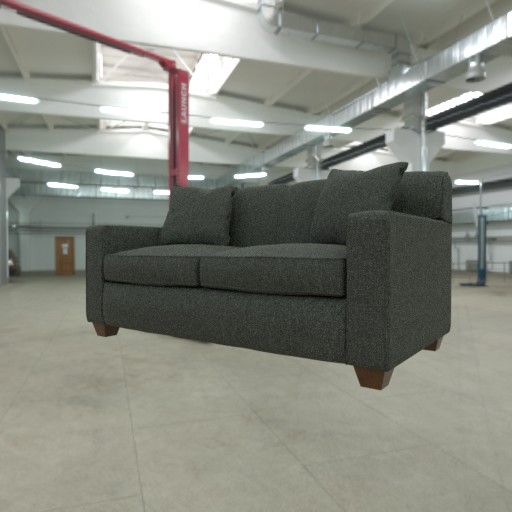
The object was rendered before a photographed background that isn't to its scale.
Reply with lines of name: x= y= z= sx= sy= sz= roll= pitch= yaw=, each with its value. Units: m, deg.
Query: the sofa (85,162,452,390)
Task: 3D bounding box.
sofa: x=0.000 y=0.000 z=2.458 sx=1.846 sy=0.958 sz=0.998 roll=1 pitch=1 yaw=36
